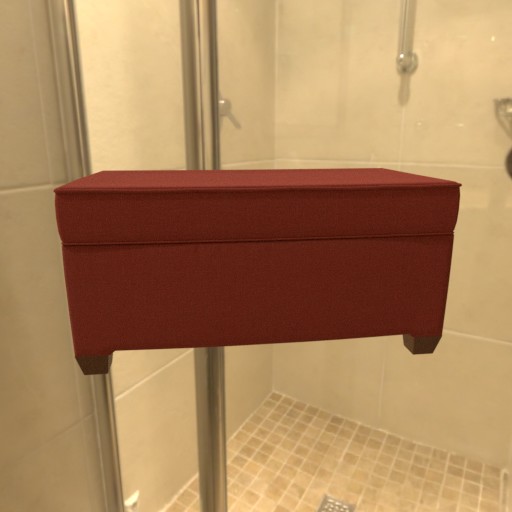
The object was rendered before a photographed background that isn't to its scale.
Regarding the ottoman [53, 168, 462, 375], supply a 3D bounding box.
[{"bbox_3d":[0.000,0.000,1.264,0.948,0.454,0.497,-2,15,-7],"label":"ottoman"}]
